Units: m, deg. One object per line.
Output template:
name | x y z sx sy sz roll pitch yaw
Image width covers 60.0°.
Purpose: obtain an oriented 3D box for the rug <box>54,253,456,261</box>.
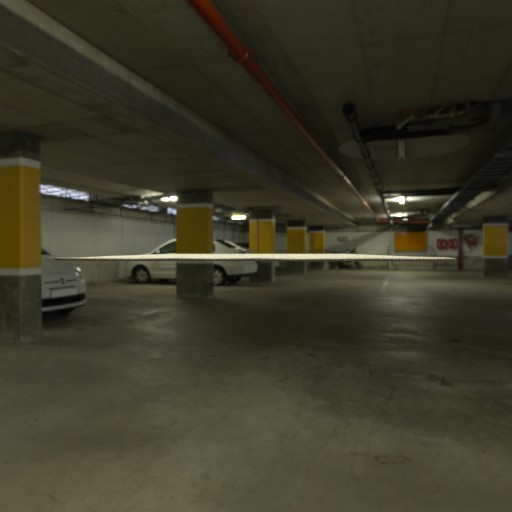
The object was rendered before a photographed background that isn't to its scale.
rug | 0.000 0.000 4.342 2.436 0.026 3.381 0 1 0
